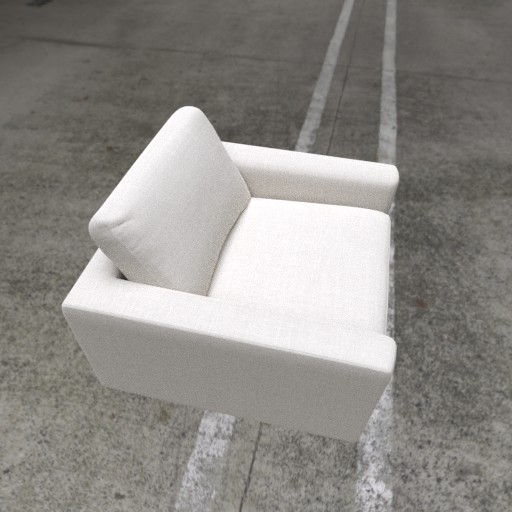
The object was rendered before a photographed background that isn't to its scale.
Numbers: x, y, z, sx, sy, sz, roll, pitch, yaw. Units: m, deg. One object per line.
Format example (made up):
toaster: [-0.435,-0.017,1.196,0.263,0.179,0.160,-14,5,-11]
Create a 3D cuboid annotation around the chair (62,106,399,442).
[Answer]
chair: [0.000,0.000,1.857,1.100,0.876,1.070,9,48,9]
